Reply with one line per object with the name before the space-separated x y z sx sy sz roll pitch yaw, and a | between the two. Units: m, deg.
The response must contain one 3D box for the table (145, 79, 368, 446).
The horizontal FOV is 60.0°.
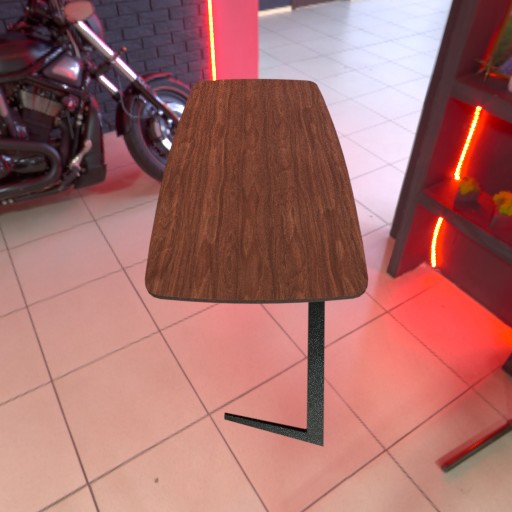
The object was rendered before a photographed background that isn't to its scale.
table | 0.000 0.000 1.112 0.361 0.576 0.804 0 43 0
